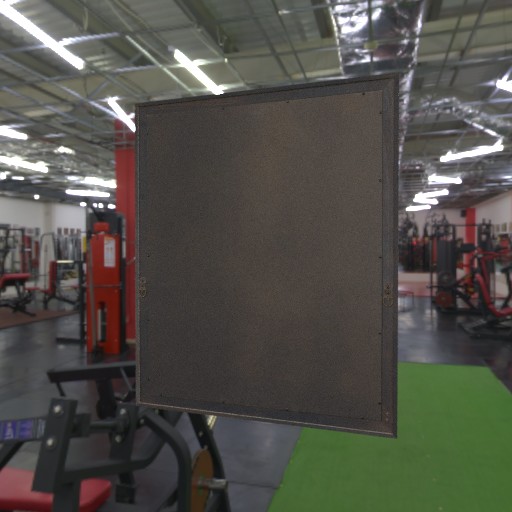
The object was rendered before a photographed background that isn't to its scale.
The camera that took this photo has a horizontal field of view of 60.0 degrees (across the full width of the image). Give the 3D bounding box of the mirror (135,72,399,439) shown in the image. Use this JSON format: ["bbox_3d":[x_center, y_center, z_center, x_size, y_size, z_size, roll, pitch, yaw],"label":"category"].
[{"bbox_3d":[0.000,0.000,1.194,0.730,0.882,0.032,0,1,18],"label":"mirror"}]
